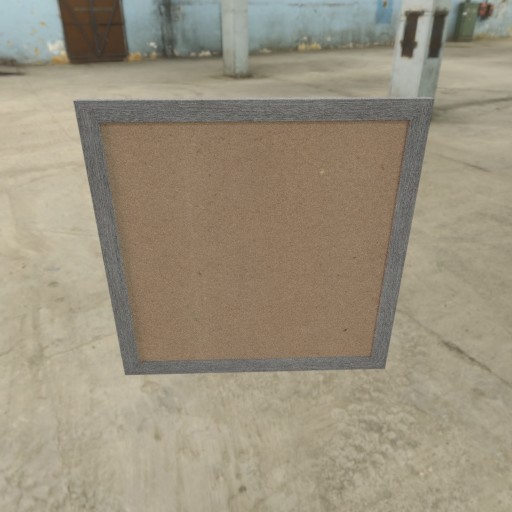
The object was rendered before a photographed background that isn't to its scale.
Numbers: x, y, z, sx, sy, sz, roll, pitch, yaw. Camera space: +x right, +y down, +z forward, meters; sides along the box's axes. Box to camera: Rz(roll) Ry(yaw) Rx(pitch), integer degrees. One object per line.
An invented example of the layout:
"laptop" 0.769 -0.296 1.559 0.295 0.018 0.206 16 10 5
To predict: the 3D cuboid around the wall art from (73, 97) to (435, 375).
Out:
"wall art" 0.000 0.000 1.011 0.685 0.685 0.020 -1 29 -2
